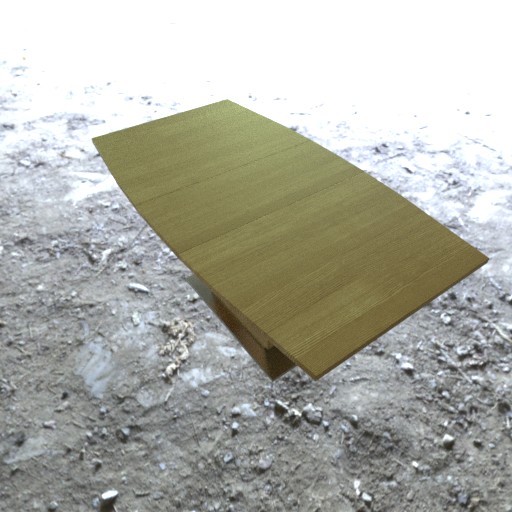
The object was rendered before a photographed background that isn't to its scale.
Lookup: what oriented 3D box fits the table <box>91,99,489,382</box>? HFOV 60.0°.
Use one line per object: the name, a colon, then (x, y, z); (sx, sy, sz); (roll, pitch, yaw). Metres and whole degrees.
table: (0.000, 0.000, 2.044); (0.900, 0.748, 1.598); (-26, 48, -26)
